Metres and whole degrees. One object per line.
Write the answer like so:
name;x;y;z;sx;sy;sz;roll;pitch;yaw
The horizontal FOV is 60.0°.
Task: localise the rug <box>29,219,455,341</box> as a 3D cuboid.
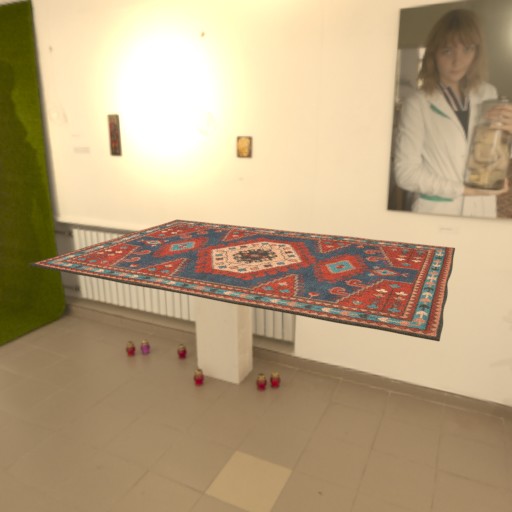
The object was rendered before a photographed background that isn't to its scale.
rug;0.000;0.000;2.251;1.820;0.012;1.207;7;18;24
